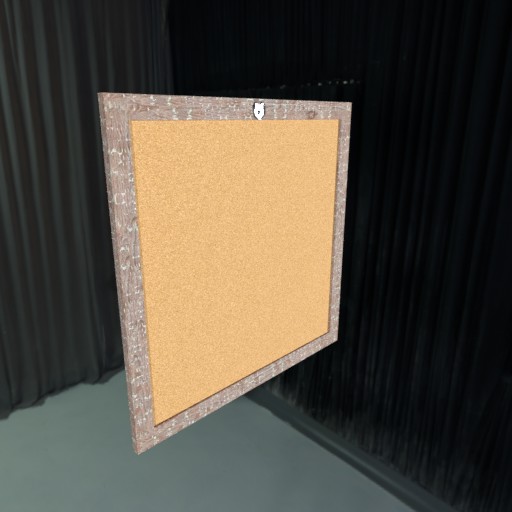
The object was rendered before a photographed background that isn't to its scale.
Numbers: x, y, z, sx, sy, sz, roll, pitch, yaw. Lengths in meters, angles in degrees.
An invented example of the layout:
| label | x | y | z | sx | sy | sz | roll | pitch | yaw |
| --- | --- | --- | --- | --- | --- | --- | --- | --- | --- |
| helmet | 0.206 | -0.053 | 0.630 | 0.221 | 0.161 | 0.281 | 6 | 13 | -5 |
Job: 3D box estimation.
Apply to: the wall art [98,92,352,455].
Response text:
| label | x | y | z | sx | sy | sz | roll | pitch | yaw |
| --- | --- | --- | --- | --- | --- | --- | --- | --- | --- |
| wall art | 0.000 | 0.000 | 0.575 | 0.384 | 0.384 | 0.012 | -17 | 24 | -42 |
